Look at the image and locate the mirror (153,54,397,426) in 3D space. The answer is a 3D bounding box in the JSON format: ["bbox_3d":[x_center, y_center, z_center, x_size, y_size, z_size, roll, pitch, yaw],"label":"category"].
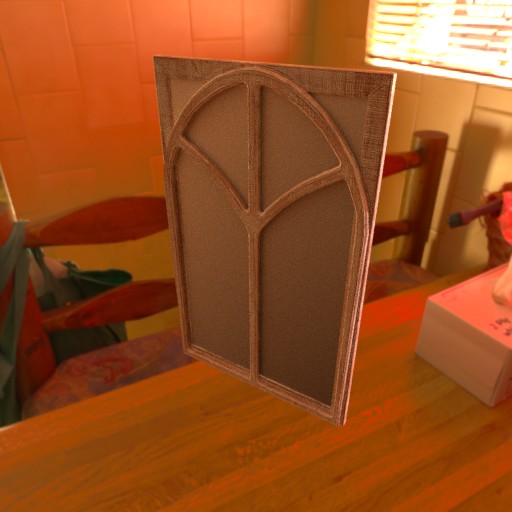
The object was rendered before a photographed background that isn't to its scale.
[{"bbox_3d":[0.000,0.000,0.979,0.495,0.787,0.058,17,34,28],"label":"mirror"}]
